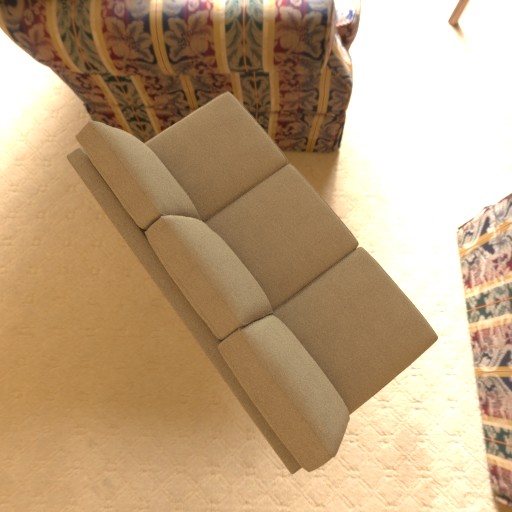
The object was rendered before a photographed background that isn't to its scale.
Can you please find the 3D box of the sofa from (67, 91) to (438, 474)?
[{"bbox_3d":[0.000,0.000,2.670,1.127,1.036,2.092,-36,78,-9],"label":"sofa"}]
